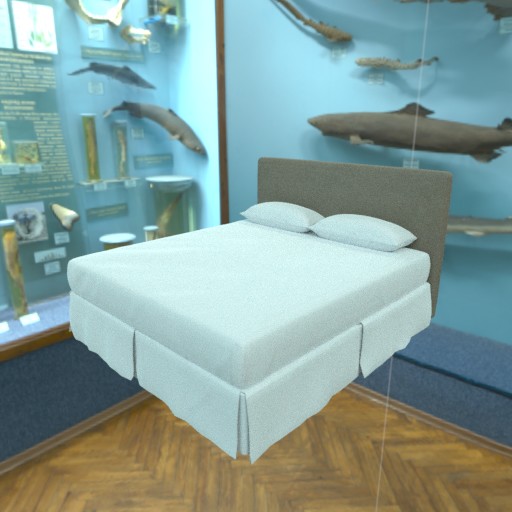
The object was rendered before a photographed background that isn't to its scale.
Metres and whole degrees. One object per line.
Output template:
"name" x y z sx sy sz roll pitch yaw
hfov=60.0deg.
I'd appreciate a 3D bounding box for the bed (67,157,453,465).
"bed" 0.000 0.000 3.527 2.119 1.317 2.341 16 23 42
